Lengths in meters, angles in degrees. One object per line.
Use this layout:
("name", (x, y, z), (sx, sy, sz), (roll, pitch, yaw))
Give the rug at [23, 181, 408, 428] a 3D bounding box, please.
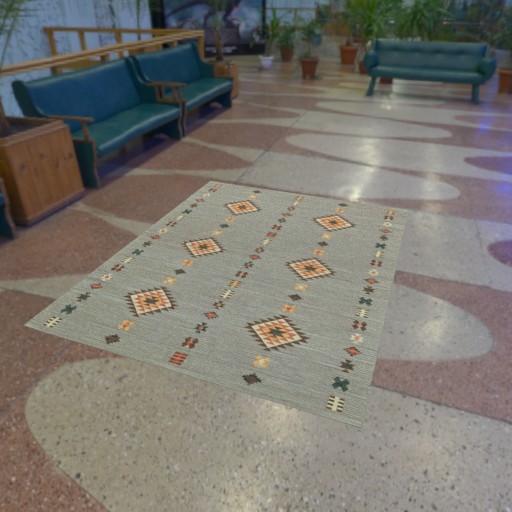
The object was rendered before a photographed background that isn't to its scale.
("rug", (0.000, 0.000, 4.033), (2.425, 0.008, 3.035), (11, 33, 18))
